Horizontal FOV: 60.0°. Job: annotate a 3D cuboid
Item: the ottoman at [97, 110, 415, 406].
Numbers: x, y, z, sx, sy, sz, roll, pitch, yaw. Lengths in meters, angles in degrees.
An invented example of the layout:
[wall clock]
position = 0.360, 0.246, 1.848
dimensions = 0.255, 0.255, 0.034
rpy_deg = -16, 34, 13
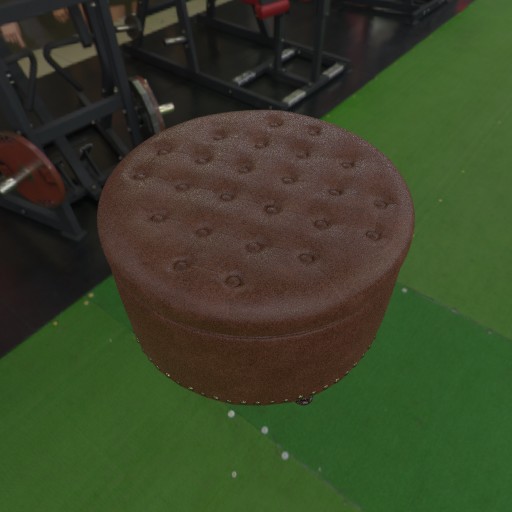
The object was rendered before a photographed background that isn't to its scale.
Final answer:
[ottoman]
position = 0.000, 0.000, 1.046
dimensions = 0.637, 0.442, 0.637
rpy_deg = 0, 47, 0
